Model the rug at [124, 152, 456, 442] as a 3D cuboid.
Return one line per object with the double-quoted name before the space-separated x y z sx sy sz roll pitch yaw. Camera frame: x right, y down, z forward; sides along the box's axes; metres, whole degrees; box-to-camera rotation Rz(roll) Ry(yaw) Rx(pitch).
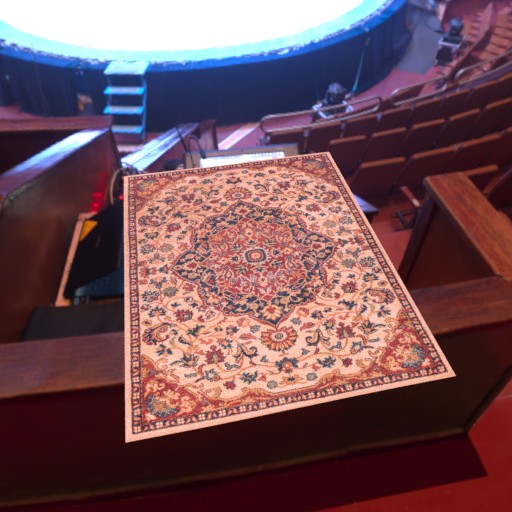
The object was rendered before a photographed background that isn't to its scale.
"rug" 0.000 0.000 4.214 2.454 0.005 3.067 -9 47 -8
